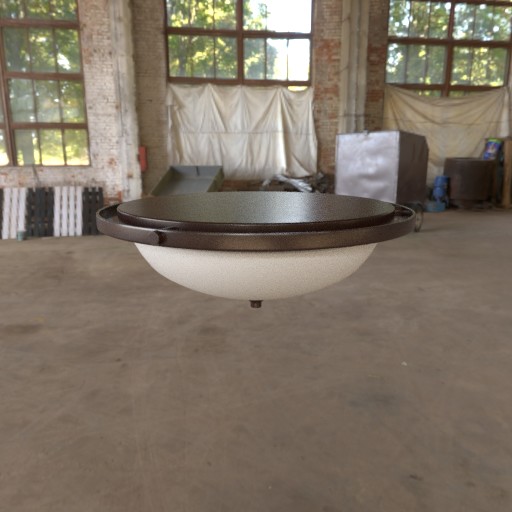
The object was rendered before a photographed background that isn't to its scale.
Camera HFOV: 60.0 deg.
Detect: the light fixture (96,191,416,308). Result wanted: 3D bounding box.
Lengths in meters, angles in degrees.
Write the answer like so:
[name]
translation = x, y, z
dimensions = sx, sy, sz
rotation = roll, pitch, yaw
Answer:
[light fixture]
translation = 0.000, 0.000, 0.543
dimensions = 0.361, 0.130, 0.361
rotation = 0, 13, 0
